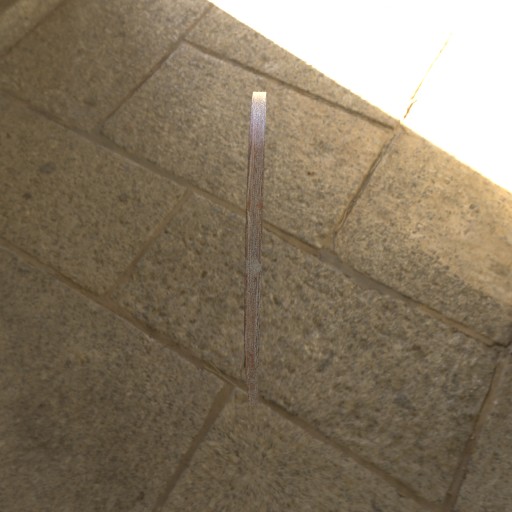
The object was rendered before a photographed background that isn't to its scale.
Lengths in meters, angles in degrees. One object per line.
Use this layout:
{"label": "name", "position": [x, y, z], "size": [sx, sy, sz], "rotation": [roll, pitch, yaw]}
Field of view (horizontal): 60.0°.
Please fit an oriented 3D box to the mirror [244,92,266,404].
{"label": "mirror", "position": [0.000, 0.000, 1.213], "size": [0.032, 0.920, 0.660], "rotation": [2, 64, 1]}
